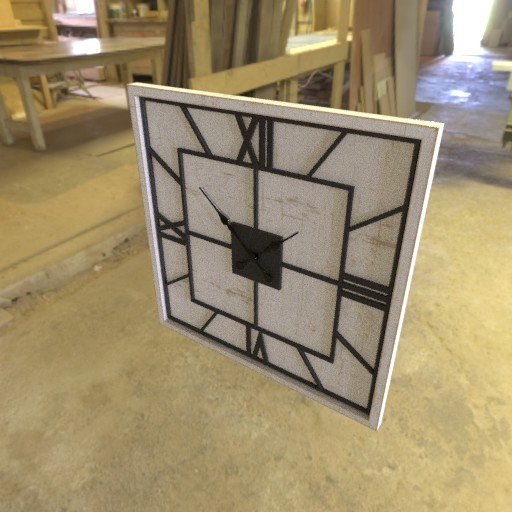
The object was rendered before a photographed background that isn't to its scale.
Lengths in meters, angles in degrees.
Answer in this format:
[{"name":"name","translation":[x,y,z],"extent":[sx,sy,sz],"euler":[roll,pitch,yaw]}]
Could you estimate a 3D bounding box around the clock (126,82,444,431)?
[{"name":"clock","translation":[0.000,0.000,1.044],"extent":[0.705,0.705,0.032],"euler":[19,35,29]}]
